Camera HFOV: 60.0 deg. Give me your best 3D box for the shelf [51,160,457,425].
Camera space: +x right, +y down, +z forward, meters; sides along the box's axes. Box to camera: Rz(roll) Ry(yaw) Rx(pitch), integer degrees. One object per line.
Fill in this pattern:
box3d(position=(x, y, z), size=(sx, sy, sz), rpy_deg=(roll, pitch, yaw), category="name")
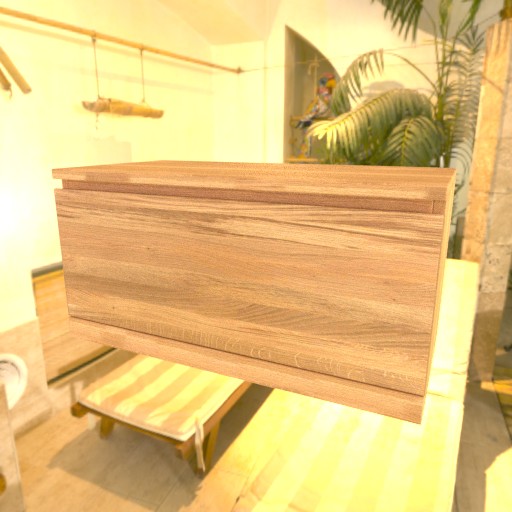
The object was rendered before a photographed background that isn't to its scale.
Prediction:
box3d(position=(0.000, 0.000, 1.029), size=(0.800, 0.400, 0.400), rpy_deg=(7, 17, 24), category="shelf")
